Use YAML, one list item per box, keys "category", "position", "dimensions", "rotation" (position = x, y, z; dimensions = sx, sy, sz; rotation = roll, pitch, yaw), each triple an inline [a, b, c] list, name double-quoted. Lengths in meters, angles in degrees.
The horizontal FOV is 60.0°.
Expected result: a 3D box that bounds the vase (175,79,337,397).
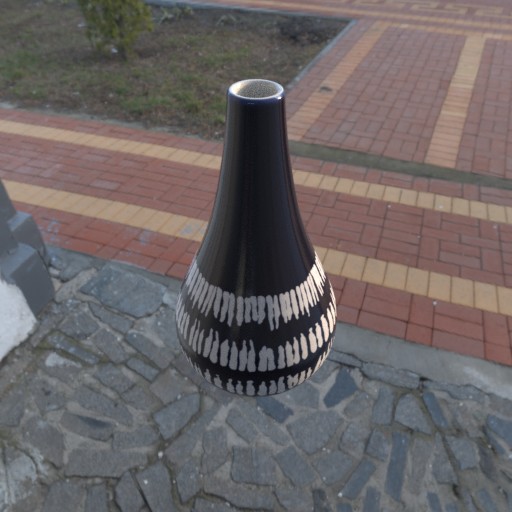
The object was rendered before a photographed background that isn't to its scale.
- category: "vase"
  position: [0.000, 0.000, 0.391]
  dimensions: [0.159, 0.295, 0.159]
  rotation: [0, 41, 0]
